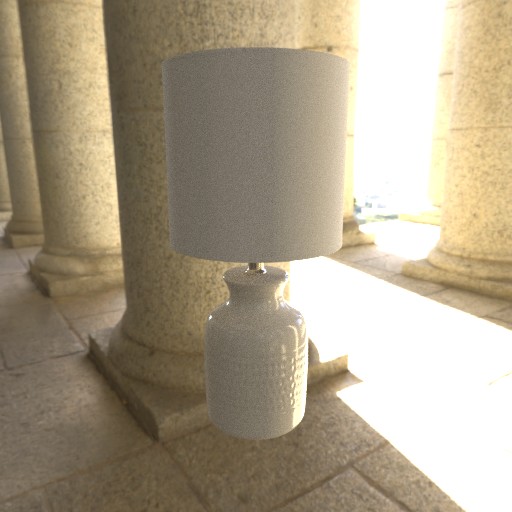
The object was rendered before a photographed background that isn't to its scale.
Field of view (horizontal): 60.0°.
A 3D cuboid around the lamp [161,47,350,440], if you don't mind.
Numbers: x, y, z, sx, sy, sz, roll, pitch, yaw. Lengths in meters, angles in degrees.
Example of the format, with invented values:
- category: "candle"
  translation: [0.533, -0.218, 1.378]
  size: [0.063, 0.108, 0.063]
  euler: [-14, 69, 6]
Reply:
- category: "lamp"
  translation: [0.000, 0.000, 0.495]
  size: [0.188, 0.392, 0.188]
  euler: [7, 15, 26]
